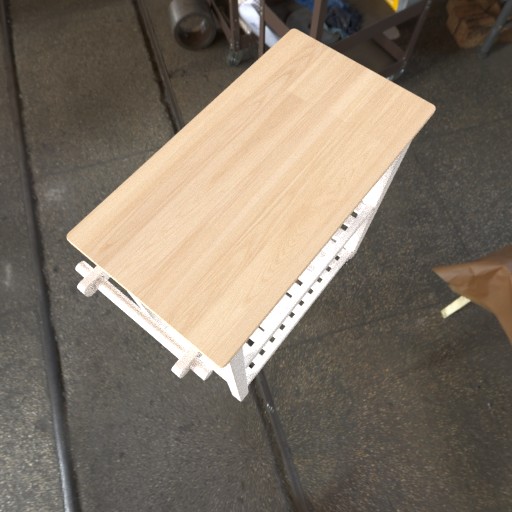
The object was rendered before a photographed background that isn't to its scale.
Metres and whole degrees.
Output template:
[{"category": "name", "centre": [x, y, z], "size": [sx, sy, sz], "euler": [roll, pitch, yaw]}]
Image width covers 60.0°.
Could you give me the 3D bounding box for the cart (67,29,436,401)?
[{"category": "cart", "centre": [0.000, 0.000, 1.460], "size": [0.457, 0.927, 0.899], "euler": [36, 71, 15]}]
